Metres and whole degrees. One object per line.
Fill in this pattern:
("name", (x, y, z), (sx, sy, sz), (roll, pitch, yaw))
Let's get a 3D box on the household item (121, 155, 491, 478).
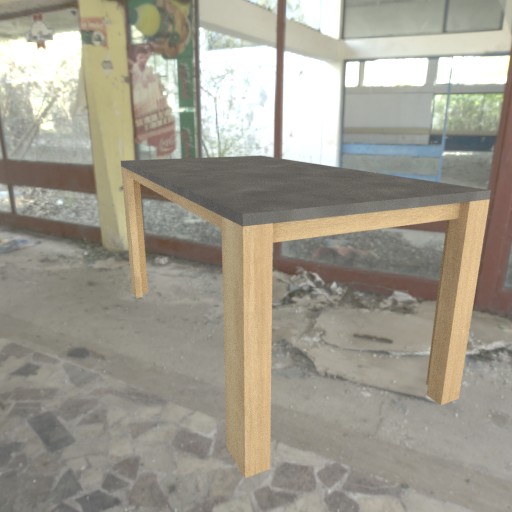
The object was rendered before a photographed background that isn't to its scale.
("household item", (0.000, 0.000, 2.002), (0.850, 0.755, 1.600), (-8, 19, -25))
